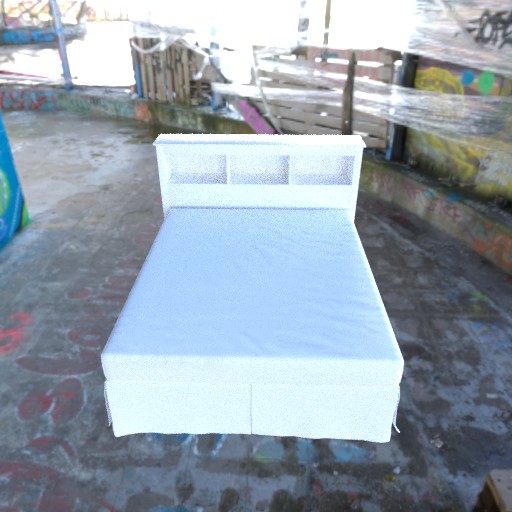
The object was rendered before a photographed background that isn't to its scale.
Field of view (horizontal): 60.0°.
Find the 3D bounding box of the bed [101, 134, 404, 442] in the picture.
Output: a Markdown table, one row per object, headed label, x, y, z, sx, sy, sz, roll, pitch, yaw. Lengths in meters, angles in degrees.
| label | x | y | z | sx | sy | sz | roll | pitch | yaw |
| --- | --- | --- | --- | --- | --- | --- | --- | --- | --- |
| bed | 0.000 | 0.000 | 3.071 | 1.671 | 1.092 | 2.133 | 1 | 31 | 1 |
